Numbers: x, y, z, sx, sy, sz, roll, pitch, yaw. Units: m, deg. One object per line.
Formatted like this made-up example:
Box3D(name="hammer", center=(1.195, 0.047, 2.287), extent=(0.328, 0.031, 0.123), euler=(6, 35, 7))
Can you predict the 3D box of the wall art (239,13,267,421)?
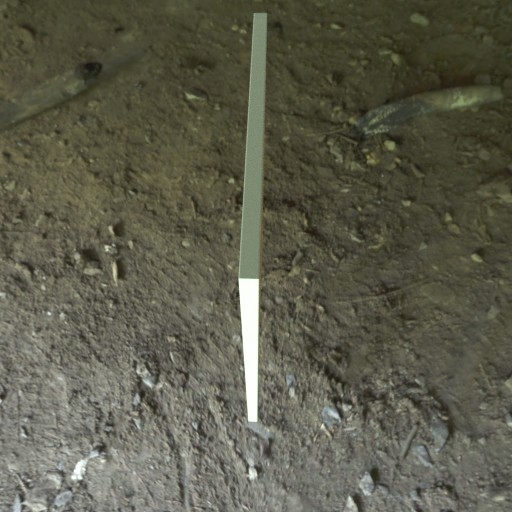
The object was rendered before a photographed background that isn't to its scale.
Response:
Box3D(name="wall art", center=(0.000, 0.000, 0.547), extent=(0.013, 0.433, 0.303), euler=(1, 58, 1))
